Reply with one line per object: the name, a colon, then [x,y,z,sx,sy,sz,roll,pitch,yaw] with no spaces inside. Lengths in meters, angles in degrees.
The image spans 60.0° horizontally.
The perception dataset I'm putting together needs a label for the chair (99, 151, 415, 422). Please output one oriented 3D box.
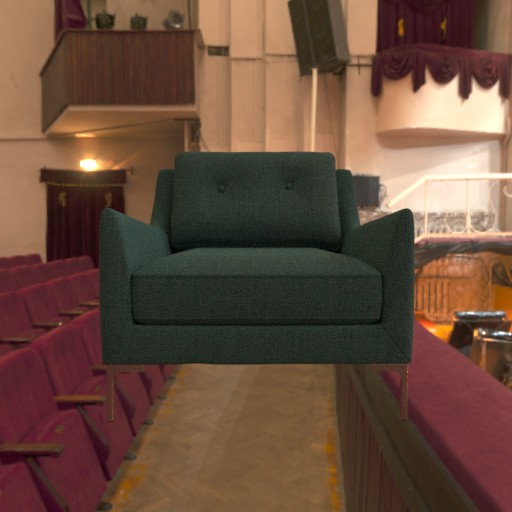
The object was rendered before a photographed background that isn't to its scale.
chair: [0.000,0.000,1.551,0.847,0.828,0.849,0,3,-1]
